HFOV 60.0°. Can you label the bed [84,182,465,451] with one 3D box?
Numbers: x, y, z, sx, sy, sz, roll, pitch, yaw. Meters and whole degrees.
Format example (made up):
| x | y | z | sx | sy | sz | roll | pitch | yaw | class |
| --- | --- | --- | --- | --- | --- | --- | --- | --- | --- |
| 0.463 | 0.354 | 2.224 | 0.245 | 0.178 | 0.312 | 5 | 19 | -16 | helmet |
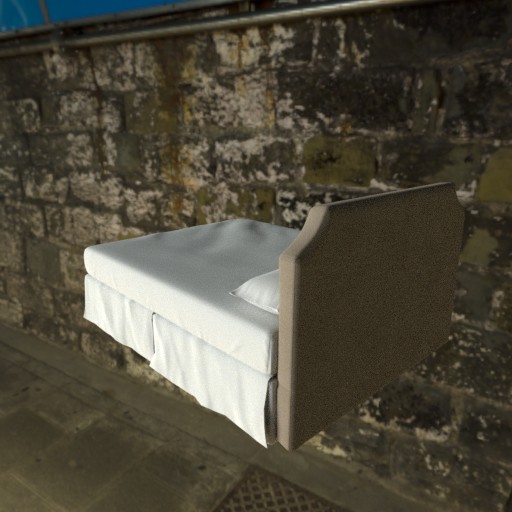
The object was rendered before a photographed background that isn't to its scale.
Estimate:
| x | y | z | sx | sy | sz | roll | pitch | yaw | class |
| --- | --- | --- | --- | --- | --- | --- | --- | --- | --- |
| 0.000 | 0.000 | 3.577 | 1.977 | 1.293 | 2.498 | -15 | 22 | -41 | bed |
